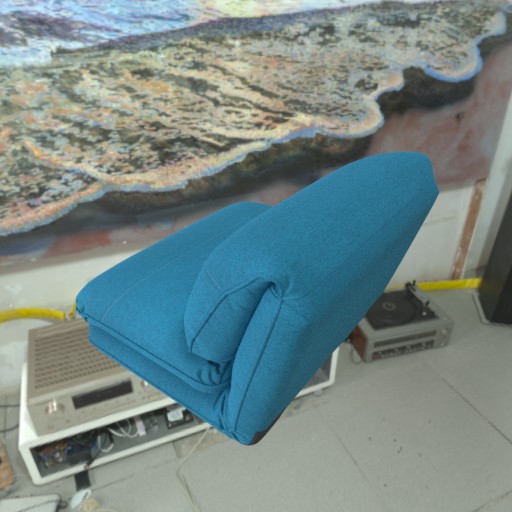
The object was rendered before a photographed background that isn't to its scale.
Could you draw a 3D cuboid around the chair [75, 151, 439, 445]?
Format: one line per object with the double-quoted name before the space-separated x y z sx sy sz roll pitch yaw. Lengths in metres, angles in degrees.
"chair" 0.000 0.000 1.322 0.780 0.580 0.820 21 37 31
